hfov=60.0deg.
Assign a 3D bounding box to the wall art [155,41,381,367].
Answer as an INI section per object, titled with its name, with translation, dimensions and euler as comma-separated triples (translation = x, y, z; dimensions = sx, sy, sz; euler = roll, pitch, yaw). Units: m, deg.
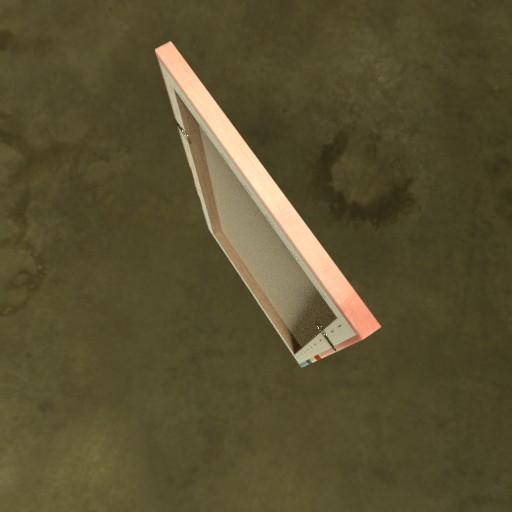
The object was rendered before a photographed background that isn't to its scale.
[wall art]
translation = 0.000, 0.000, 1.155
dimensions = 0.038, 0.914, 0.610
euler = -32, 76, -9
